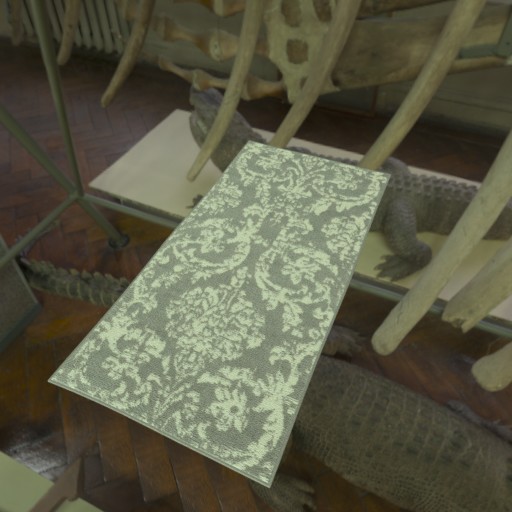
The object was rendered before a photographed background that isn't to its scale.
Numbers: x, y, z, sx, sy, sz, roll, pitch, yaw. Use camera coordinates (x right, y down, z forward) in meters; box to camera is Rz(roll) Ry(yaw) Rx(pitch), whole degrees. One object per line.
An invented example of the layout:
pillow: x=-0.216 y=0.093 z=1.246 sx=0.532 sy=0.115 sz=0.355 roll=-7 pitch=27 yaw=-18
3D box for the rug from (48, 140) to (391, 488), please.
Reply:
rug: x=0.000 y=0.000 z=1.406 sx=0.604 sy=0.007 sz=1.219 roll=18 pitch=49 yaw=16
